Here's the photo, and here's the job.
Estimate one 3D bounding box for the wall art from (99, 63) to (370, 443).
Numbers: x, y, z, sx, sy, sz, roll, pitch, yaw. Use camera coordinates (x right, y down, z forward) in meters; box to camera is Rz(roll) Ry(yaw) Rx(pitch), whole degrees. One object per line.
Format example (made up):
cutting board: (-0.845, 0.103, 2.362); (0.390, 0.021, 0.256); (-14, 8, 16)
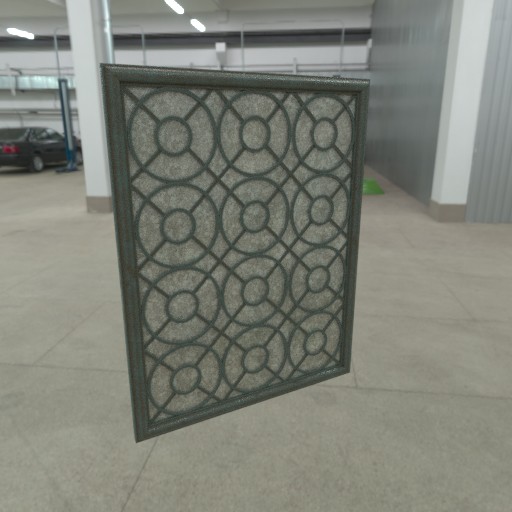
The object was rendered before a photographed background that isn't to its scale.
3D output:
wall art: (0.000, 0.000, 1.276); (0.767, 0.983, 0.030); (-9, 19, -27)
